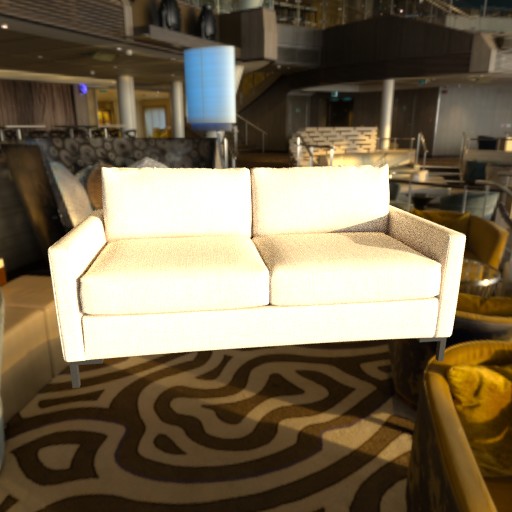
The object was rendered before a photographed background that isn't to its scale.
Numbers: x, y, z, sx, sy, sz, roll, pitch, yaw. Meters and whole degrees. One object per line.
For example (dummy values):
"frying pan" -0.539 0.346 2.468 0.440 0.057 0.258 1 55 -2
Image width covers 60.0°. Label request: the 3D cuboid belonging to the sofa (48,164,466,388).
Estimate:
"sofa" 0.000 0.000 2.107 1.651 0.812 0.839 -2 16 -7
